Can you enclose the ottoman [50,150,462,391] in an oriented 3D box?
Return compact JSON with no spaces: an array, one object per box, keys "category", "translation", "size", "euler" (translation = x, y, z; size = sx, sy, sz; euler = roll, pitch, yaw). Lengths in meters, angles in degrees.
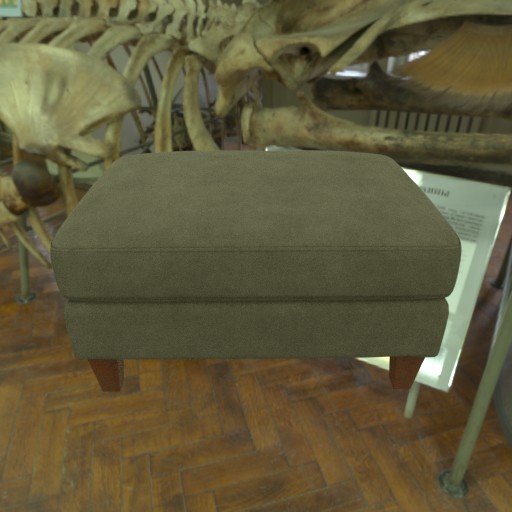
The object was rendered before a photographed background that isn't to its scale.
[{"category":"ottoman","translation":[0.000,0.000,1.206],"size":[0.864,0.483,0.584],"euler":[0,31,-1]}]
